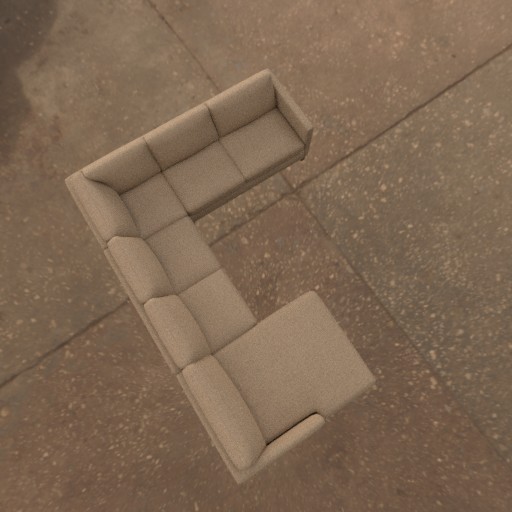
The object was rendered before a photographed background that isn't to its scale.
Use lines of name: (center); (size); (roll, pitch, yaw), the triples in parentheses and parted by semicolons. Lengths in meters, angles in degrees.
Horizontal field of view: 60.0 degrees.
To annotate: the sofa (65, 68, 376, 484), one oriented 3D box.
sofa: (0.000, 0.000, 4.555); (2.551, 0.889, 3.403); (-32, 76, -9)
